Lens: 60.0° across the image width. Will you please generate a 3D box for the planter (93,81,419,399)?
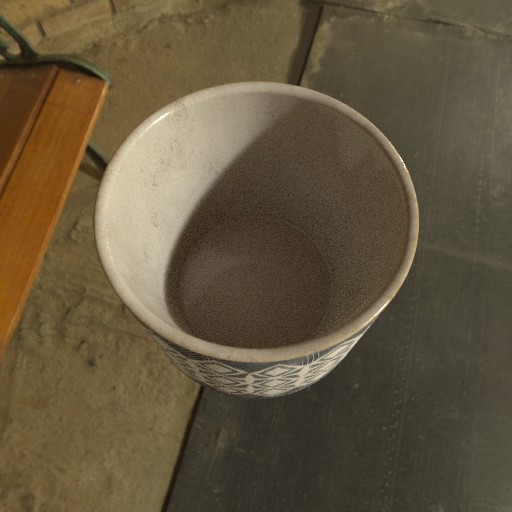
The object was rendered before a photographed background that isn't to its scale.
[{"bbox_3d":[0.000,0.000,0.221,0.126,0.104,0.126,0,65,0],"label":"planter"}]
